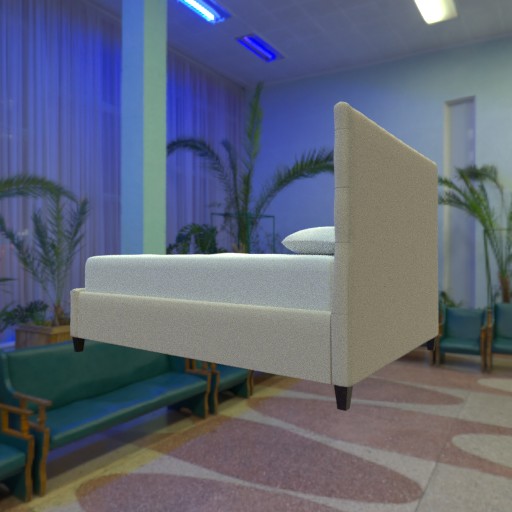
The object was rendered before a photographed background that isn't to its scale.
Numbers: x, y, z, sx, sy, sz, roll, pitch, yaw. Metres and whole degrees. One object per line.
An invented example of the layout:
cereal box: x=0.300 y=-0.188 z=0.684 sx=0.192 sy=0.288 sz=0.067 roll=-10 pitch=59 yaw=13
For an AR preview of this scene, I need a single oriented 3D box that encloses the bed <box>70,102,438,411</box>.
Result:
bed: x=0.000 y=0.000 z=3.336 sx=2.233 sy=1.426 sz=1.696 roll=0 pitch=0 yaw=35
